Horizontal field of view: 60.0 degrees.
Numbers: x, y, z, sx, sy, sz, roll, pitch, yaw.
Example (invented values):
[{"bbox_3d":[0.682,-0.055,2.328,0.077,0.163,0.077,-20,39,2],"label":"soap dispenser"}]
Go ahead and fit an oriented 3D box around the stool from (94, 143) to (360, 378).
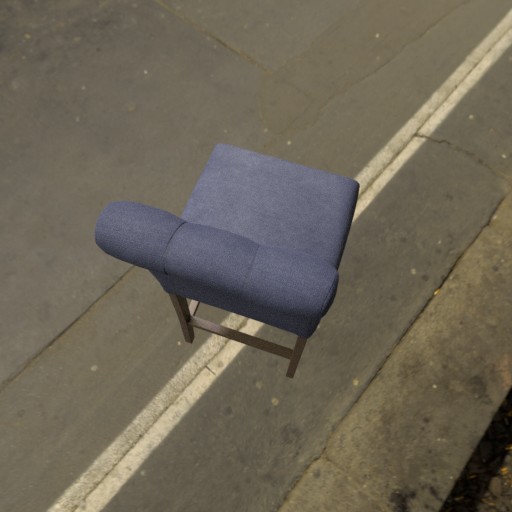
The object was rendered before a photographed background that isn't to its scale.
[{"bbox_3d":[0.000,0.000,1.344,0.493,1.010,0.601,17,65,8],"label":"stool"}]
